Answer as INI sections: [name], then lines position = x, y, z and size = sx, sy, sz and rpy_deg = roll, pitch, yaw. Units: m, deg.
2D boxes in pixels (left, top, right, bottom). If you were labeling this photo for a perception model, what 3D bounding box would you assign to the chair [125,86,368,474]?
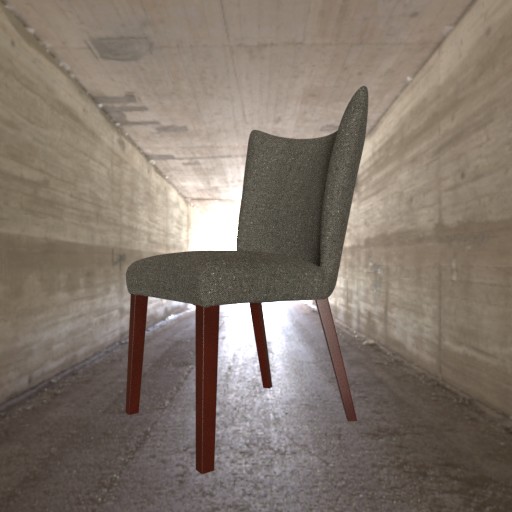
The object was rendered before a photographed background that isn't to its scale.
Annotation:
[chair]
position = 0.000, 0.000, 1.302
size = 0.623, 0.924, 0.535
rpy_deg = 0, -1, -36
